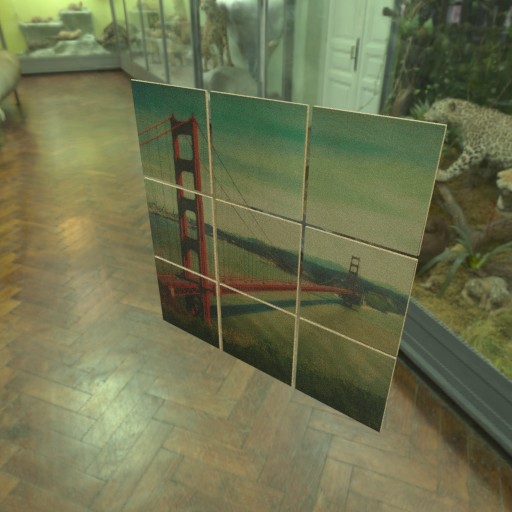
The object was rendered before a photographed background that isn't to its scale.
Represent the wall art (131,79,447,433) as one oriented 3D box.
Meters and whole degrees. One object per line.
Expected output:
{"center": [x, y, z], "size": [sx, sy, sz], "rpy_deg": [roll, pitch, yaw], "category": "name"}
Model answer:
{"center": [0.000, 0.000, 2.199], "size": [1.519, 1.507, 0.014], "rpy_deg": [20, 36, 30], "category": "wall art"}
